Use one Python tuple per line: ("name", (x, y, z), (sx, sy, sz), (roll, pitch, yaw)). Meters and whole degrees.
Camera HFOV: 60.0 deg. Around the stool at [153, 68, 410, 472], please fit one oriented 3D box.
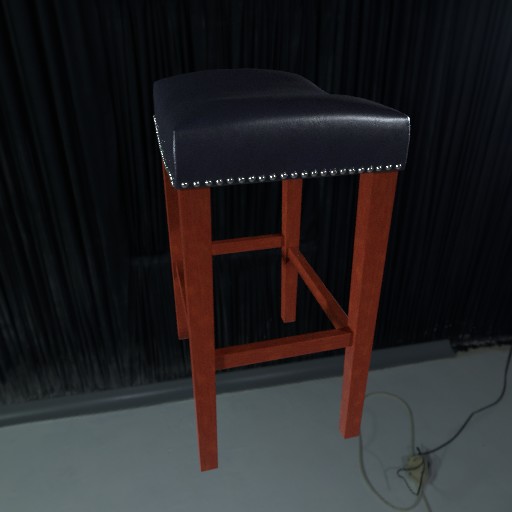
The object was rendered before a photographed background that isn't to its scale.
("stool", (0.000, 0.000, 1.001), (0.372, 0.742, 0.504), (-7, 29, -13))
